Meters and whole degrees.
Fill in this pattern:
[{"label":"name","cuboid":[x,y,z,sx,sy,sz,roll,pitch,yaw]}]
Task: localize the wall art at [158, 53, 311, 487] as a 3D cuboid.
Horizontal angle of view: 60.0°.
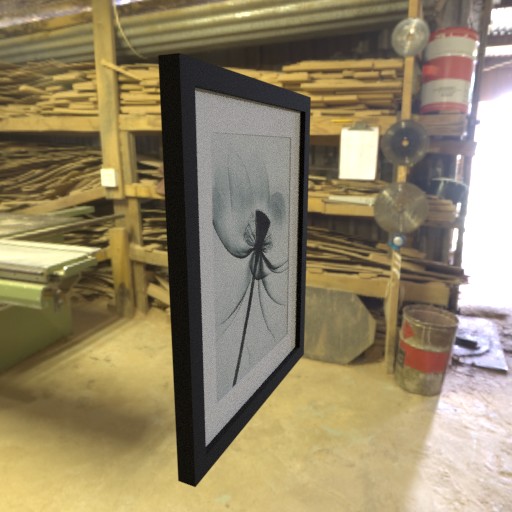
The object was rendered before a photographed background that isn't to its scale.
[{"label":"wall art","cuboid":[0.000,0.000,0.758,0.029,0.559,0.457,6,15,24]}]
